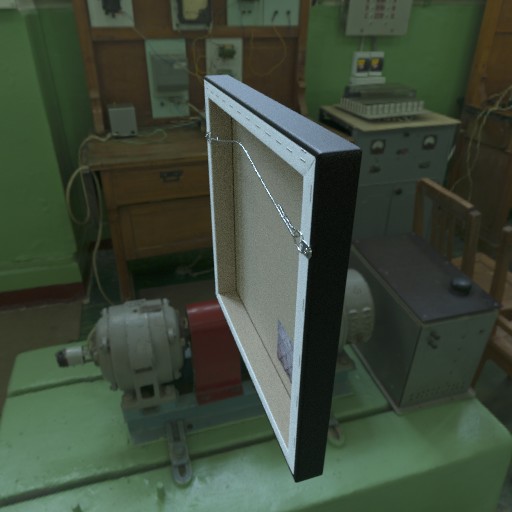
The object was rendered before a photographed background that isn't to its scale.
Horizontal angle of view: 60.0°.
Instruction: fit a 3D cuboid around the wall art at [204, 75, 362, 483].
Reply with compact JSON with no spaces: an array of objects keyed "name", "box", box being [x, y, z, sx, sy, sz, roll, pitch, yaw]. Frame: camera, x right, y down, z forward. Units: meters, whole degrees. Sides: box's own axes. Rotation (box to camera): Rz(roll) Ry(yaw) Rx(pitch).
[{"name":"wall art","box":[0.000,0.000,0.602,0.041,0.407,0.406,-9,31,-16]}]
